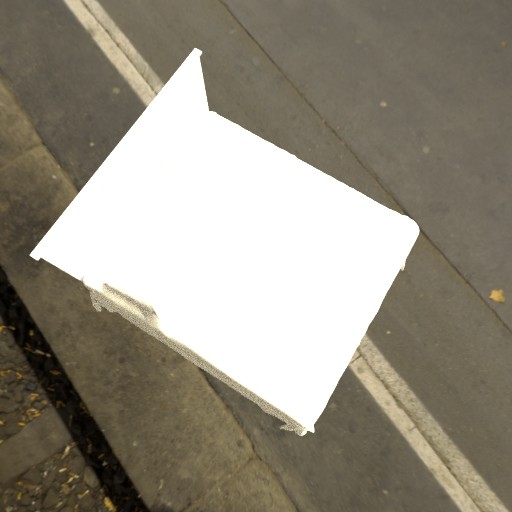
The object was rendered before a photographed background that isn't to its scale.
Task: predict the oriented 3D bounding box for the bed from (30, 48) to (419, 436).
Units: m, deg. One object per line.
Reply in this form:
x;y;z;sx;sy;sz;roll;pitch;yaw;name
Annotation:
0.000;0.000;3.140;2.047;1.269;1.876;31;76;8;bed
